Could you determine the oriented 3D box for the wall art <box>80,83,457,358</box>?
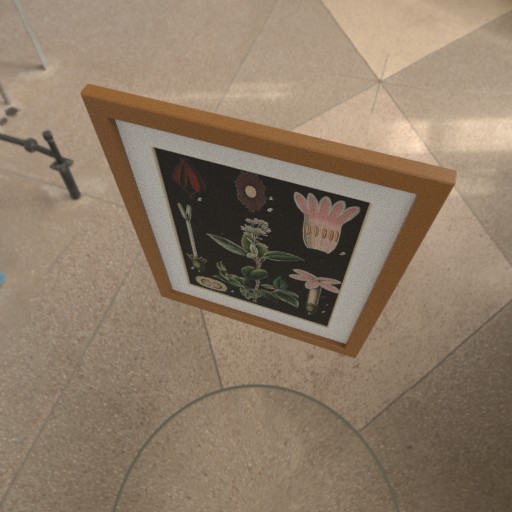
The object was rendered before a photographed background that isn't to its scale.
[{"bbox_3d":[0.000,0.000,0.741,0.449,0.550,0.021,16,59,10],"label":"wall art"}]
